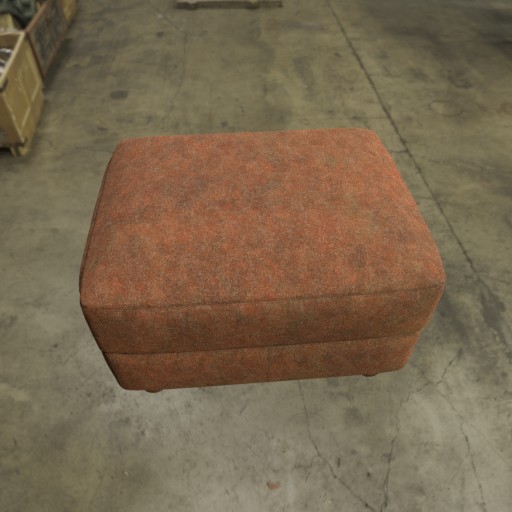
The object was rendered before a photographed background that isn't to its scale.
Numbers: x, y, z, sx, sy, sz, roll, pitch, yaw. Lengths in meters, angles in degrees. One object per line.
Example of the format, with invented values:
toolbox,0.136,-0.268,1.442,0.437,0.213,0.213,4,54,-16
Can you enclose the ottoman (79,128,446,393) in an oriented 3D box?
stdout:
ottoman,0.000,0.000,1.188,0.787,0.508,0.635,-3,47,-3
